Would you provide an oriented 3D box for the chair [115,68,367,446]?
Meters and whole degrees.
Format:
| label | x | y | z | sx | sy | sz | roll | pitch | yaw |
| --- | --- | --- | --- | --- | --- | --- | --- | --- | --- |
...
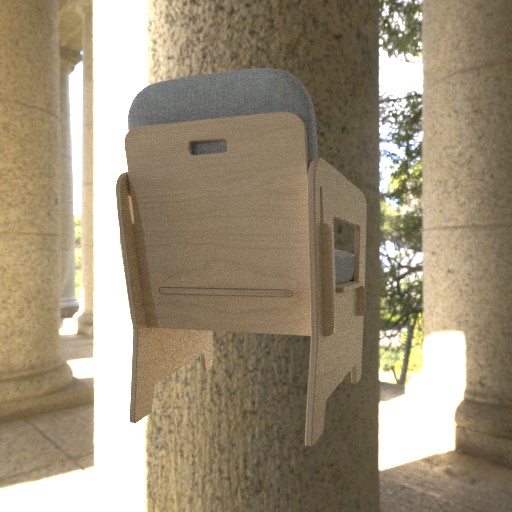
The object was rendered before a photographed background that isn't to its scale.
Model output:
| label | x | y | z | sx | sy | sz | roll | pitch | yaw |
| --- | --- | --- | --- | --- | --- | --- | --- | --- | --- |
| chair | 0.000 | 0.000 | 1.280 | 0.590 | 0.800 | 0.710 | 0 | 0 | 18 |
